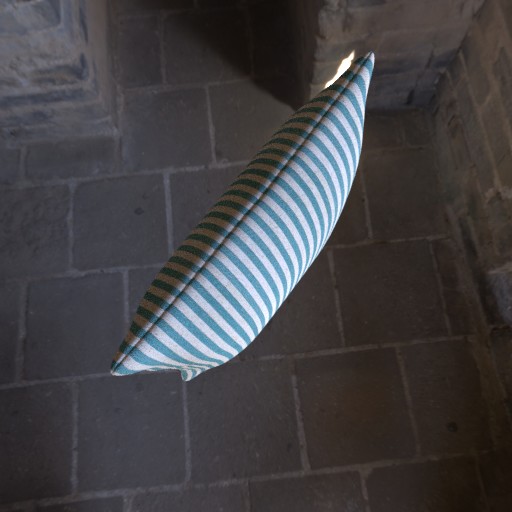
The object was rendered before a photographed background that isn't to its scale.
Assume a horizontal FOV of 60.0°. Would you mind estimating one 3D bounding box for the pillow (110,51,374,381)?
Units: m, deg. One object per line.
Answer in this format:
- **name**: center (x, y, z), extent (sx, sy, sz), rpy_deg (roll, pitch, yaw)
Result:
- **pillow**: center (0.000, 0.000, 0.774), extent (0.166, 0.510, 0.523), rpy_deg (36, 78, 9)
